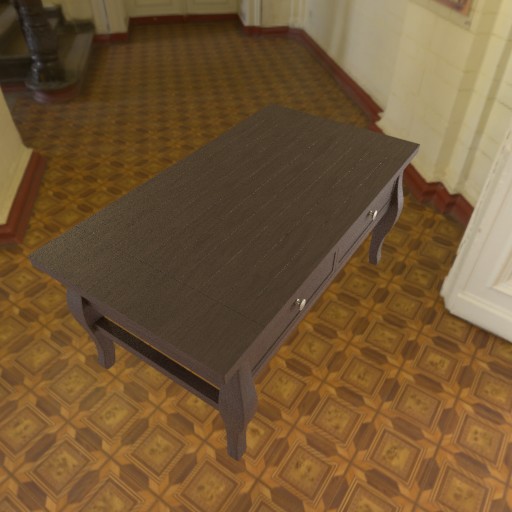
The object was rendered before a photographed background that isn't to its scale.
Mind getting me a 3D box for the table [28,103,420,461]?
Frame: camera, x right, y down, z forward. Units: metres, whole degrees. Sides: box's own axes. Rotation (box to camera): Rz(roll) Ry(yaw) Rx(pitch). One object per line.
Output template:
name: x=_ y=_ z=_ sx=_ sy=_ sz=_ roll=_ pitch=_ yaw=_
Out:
table: x=0.000 y=0.000 z=1.417 sx=0.600 sy=0.494 sz=1.062 roll=24 pitch=47 yaw=25
